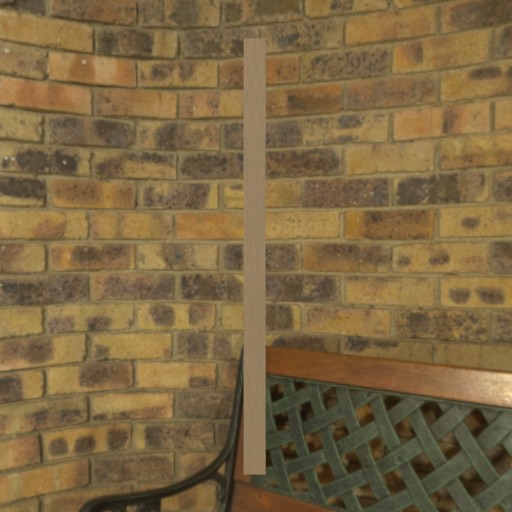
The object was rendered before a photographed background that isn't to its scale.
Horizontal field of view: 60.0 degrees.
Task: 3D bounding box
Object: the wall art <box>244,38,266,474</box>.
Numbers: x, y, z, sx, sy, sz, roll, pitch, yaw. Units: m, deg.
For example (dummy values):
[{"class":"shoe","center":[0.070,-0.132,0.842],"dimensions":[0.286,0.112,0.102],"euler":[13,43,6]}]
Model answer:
[{"class":"wall art","center":[0.000,0.000,1.152],"dimensions":[0.038,0.758,0.761],"euler":[0,0,0]}]
